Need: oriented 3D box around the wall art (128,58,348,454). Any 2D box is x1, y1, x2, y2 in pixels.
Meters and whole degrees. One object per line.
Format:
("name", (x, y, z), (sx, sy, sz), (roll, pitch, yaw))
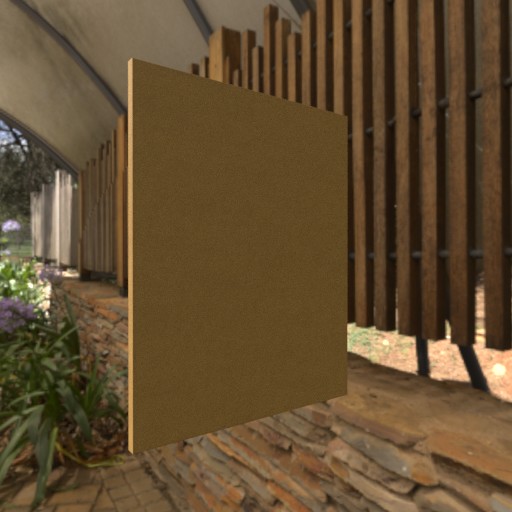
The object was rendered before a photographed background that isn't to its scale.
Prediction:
("wall art", (0.000, 0.000, 1.369), (0.798, 1.002, 0.030), (0, 0, -37))
